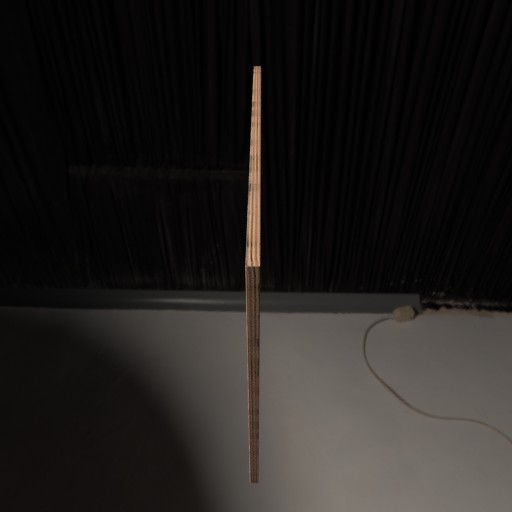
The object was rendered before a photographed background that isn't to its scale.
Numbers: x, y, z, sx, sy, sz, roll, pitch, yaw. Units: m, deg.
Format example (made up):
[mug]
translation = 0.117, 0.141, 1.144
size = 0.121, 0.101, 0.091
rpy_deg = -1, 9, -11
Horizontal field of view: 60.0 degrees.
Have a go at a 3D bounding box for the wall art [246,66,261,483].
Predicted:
[wall art]
translation = 0.000, 0.000, 0.686
size = 0.012, 0.408, 0.508
rpy_deg = 0, 40, 0
